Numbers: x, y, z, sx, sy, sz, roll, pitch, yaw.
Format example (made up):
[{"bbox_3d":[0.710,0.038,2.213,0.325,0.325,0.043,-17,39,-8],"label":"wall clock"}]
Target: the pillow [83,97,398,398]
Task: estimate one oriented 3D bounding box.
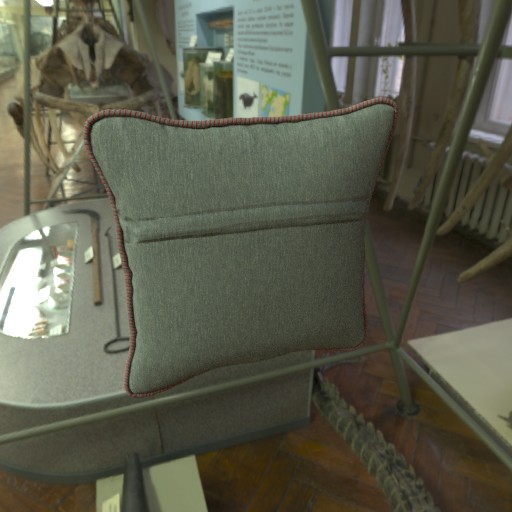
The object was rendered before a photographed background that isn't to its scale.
[{"bbox_3d":[0.000,0.000,0.745,0.482,0.491,0.124,-8,27,-17],"label":"pillow"}]
